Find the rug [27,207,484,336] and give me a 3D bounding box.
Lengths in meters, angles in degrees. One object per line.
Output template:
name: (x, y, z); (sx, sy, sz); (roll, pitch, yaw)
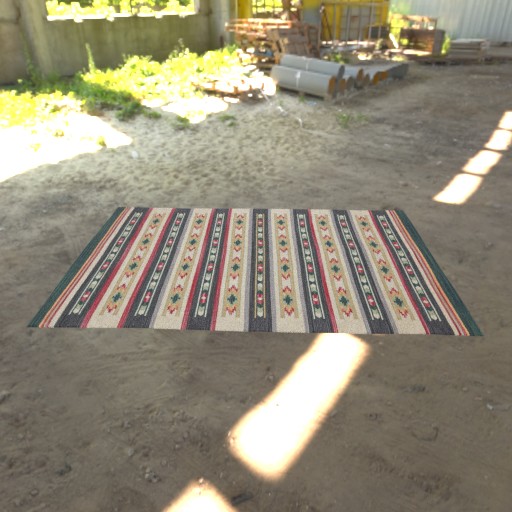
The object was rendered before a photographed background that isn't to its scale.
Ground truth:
rug: (0.000, 0.000, 2.287); (1.825, 0.009, 1.221); (1, 29, 2)
